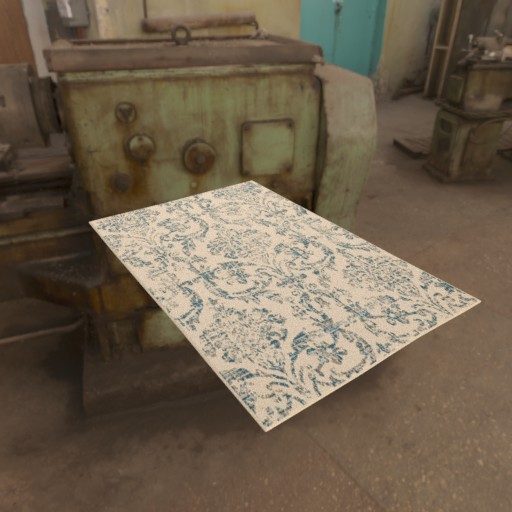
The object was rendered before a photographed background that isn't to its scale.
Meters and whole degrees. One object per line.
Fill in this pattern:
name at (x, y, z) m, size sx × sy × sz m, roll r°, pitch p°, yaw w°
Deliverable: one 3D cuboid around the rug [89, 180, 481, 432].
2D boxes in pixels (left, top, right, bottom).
rug at (0.000, 0.000, 2.356) m, size 1.213 × 0.012 × 1.831 m, roll -20°, pitch 36°, yaw -30°
